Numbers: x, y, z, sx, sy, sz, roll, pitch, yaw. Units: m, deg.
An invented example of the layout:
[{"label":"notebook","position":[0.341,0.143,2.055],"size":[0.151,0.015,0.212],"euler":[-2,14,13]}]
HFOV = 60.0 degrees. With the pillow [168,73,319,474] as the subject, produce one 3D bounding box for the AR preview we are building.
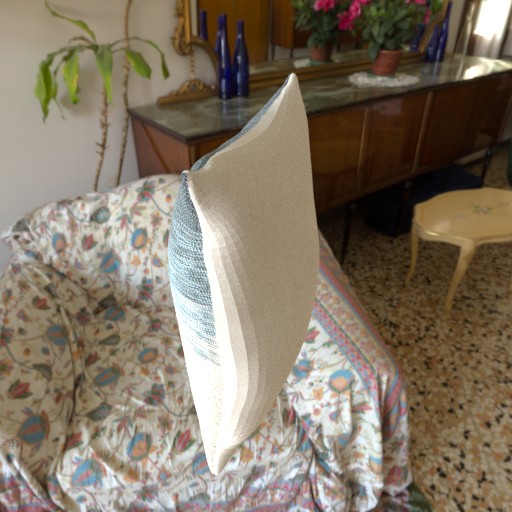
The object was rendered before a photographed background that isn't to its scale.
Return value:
[{"label":"pillow","position":[0.000,0.000,0.655],"size":[0.182,0.441,0.440],"euler":[9,33,14]}]
